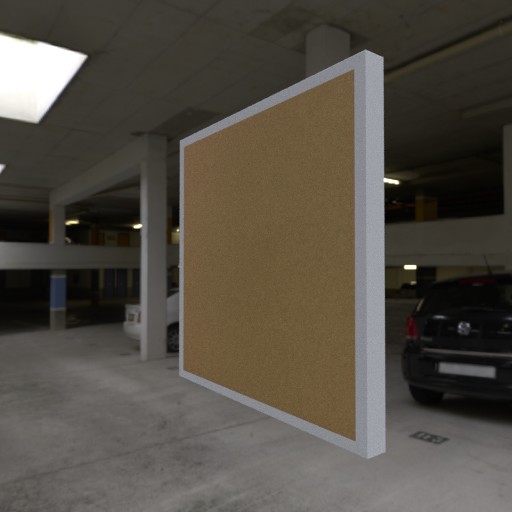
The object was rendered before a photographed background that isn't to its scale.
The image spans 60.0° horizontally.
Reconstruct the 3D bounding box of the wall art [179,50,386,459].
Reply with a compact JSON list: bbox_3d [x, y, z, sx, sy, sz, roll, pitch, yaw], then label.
[{"bbox_3d":[0.000,0.000,0.763,0.035,0.507,0.508,1,-1,-36],"label":"wall art"}]
